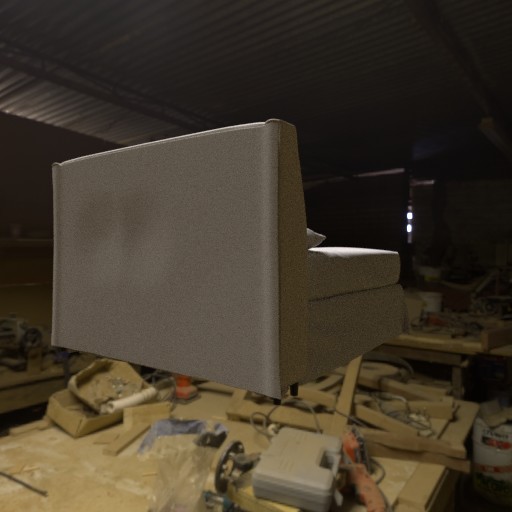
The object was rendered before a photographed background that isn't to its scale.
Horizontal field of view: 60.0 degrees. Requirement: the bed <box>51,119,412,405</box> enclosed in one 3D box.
[{"bbox_3d":[0.000,0.000,3.456,1.925,1.332,2.276,1,1,36],"label":"bed"}]
